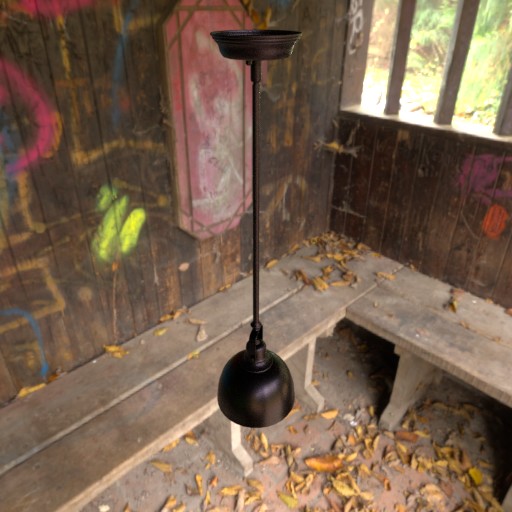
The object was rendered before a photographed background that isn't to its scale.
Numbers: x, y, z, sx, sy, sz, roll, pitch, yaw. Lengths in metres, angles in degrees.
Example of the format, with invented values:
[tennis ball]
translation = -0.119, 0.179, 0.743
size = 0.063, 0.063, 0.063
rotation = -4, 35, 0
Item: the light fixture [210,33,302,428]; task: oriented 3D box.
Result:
[light fixture]
translation = 0.000, 0.000, 0.851
size = 0.182, 0.768, 0.182
rotation = 9, 32, 15
